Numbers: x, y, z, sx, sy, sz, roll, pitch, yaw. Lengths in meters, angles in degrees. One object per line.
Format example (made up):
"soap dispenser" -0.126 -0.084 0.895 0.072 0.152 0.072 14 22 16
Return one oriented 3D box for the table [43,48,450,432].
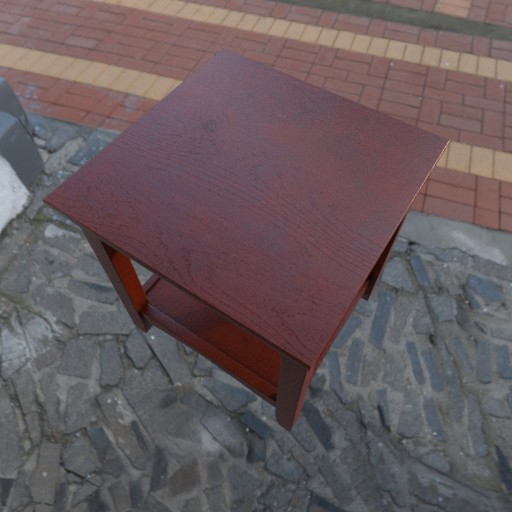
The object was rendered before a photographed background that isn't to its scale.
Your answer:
"table" 0.000 0.000 0.990 0.523 0.558 0.522 32 63 18
